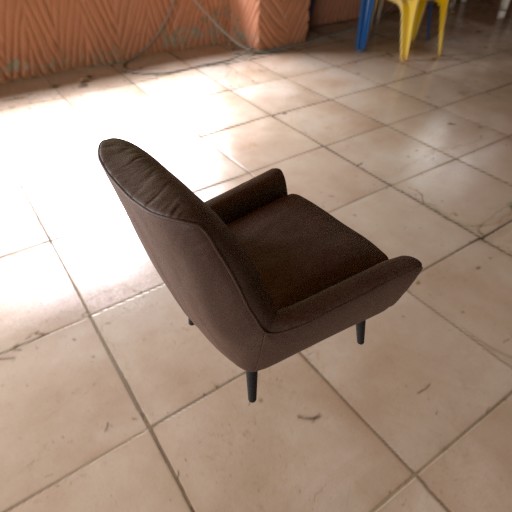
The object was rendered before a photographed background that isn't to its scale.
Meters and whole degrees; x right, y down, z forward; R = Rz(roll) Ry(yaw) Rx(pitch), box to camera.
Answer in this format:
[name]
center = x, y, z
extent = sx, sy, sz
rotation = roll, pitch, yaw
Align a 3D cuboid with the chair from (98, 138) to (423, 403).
[chair]
center = 0.000, 0.000, 1.525
extent = 0.824, 0.888, 0.787
rotation = -25, 46, -26
